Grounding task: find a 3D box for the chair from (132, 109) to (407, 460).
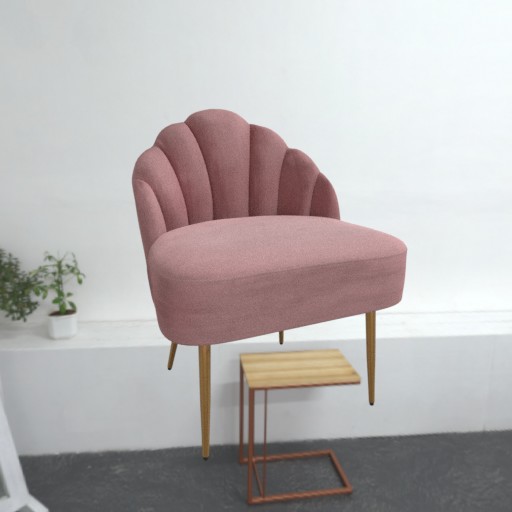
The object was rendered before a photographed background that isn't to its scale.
[{"bbox_3d":[0.000,0.000,1.248,0.657,0.819,0.599,-7,16,-25],"label":"chair"}]
